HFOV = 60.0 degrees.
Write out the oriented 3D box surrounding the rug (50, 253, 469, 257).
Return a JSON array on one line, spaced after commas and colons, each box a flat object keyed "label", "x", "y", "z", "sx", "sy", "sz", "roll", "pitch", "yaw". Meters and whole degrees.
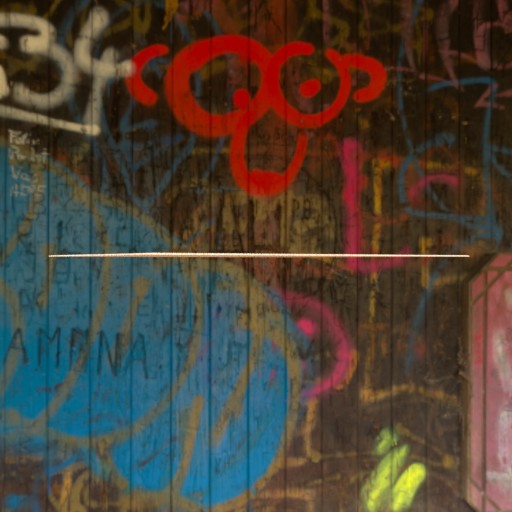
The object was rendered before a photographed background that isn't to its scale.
[{"label": "rug", "x": 0.000, "y": 0.000, "z": 4.075, "sx": 3.034, "sy": 0.012, "sz": 2.406, "roll": 0, "pitch": 0, "yaw": -37}]
